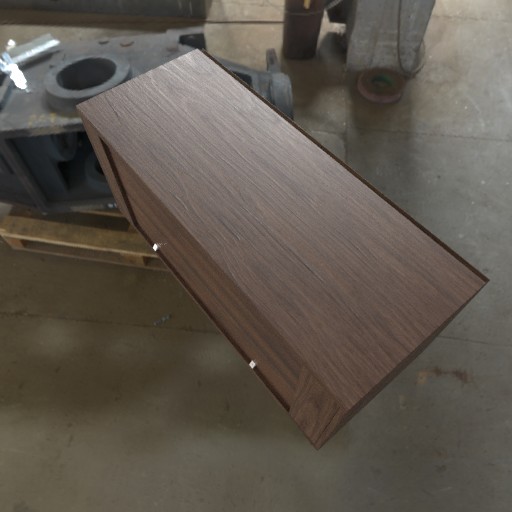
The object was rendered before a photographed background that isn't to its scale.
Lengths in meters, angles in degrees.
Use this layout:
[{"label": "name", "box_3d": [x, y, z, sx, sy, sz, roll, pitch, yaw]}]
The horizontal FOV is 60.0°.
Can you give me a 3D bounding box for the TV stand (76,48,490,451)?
[{"label": "TV stand", "box_3d": [0.000, 0.000, 1.298, 0.405, 0.660, 0.990, -35, 64, -19]}]
